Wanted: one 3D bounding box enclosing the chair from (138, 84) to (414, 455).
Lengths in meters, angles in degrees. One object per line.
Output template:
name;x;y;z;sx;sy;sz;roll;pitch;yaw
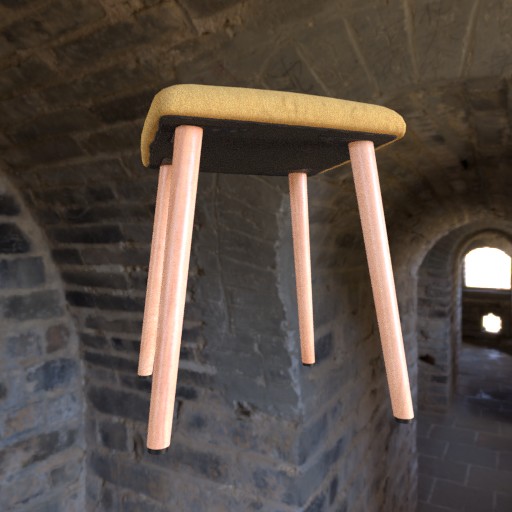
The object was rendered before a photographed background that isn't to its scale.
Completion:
chair;0.000;0.000;0.698;0.350;0.440;0.350;0;0;-17
